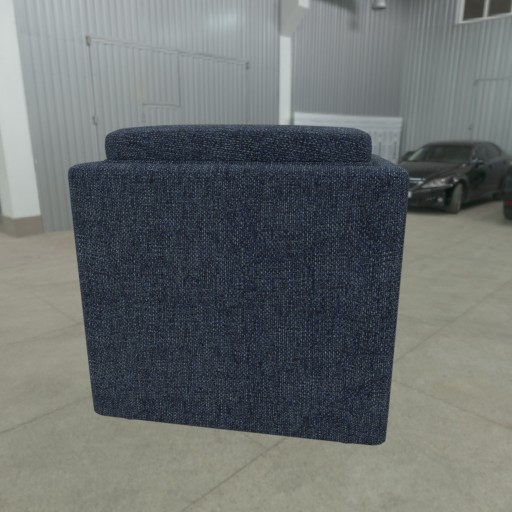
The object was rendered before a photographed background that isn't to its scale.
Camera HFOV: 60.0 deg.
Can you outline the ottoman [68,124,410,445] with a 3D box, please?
[{"bbox_3d":[0.000,0.000,0.812,0.450,0.460,0.450,3,16,9],"label":"ottoman"}]
